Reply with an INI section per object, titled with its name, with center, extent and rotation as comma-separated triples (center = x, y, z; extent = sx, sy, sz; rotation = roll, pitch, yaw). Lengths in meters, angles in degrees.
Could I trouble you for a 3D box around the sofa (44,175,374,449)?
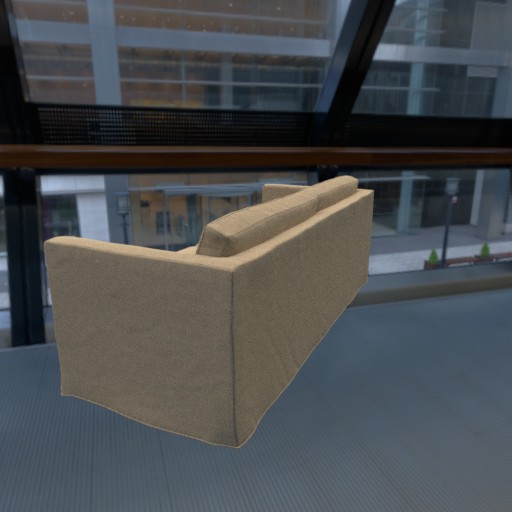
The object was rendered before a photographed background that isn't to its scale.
[sofa]
center = 0.000, 0.000, 2.732
extent = 0.962, 0.853, 2.312
rotation = 8, 18, 25
